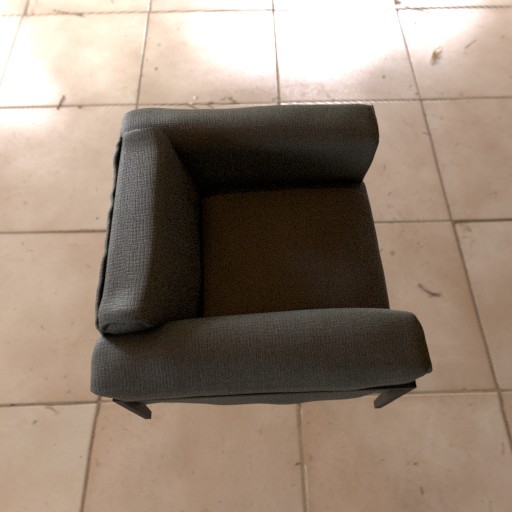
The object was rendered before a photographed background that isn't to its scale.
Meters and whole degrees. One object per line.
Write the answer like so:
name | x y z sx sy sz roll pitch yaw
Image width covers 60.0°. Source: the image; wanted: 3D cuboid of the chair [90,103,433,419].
chair | 0.000 0.000 1.643 0.969 0.646 1.056 -2 63 -1
